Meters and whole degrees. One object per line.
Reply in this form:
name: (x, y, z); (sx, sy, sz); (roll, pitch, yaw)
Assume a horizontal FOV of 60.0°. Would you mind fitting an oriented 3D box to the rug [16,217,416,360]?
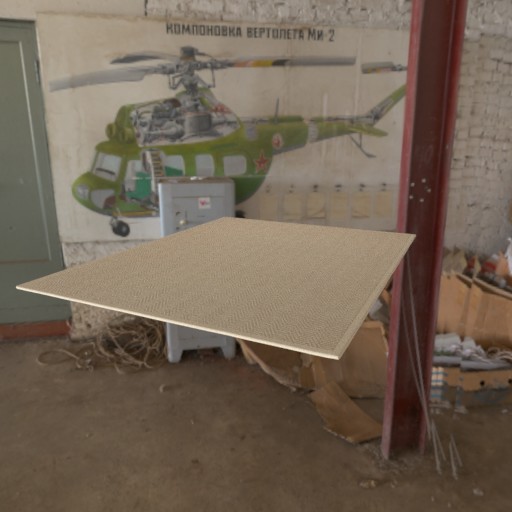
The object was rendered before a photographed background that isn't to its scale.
rug: (0.000, 0.000, 4.020); (2.407, 0.020, 3.051); (7, 17, 25)
